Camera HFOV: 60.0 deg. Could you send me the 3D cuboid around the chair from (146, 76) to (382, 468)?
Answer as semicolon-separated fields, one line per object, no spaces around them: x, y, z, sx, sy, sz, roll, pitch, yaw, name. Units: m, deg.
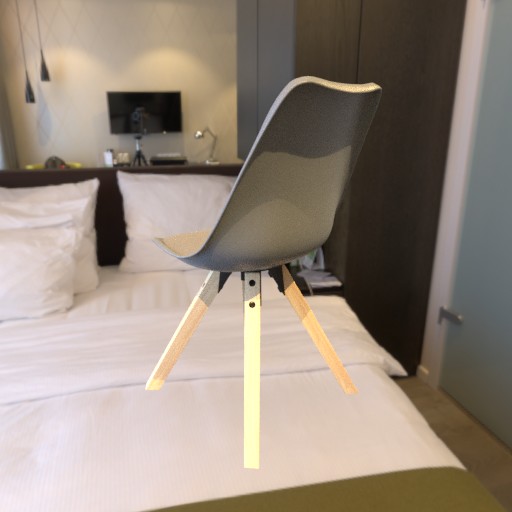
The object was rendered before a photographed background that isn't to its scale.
0.000;0.000;1.184;0.485;0.850;0.550;-16;24;-42;chair
